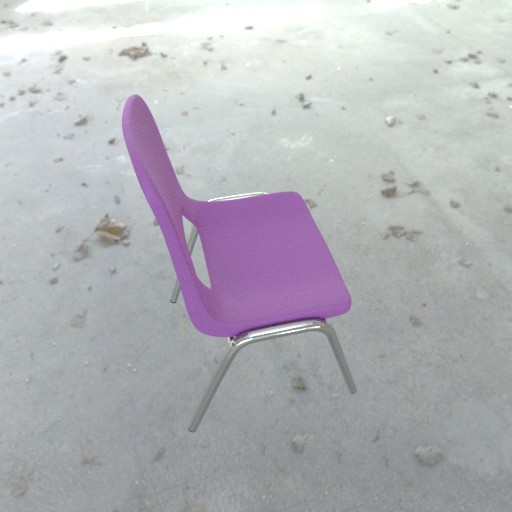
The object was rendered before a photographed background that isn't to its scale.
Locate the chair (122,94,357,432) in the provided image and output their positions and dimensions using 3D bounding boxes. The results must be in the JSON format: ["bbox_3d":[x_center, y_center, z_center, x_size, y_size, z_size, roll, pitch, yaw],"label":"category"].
[{"bbox_3d":[0.000,0.000,0.677,0.301,0.493,0.291,-10,48,-9],"label":"chair"}]
